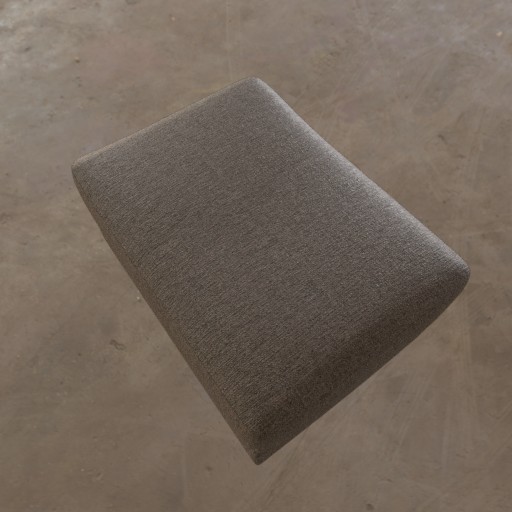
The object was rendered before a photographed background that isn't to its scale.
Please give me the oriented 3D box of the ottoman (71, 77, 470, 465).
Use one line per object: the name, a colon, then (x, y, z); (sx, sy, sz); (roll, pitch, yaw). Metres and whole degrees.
ottoman: (0.000, 0.000, 1.243); (0.637, 0.478, 0.885); (-32, 65, -17)
